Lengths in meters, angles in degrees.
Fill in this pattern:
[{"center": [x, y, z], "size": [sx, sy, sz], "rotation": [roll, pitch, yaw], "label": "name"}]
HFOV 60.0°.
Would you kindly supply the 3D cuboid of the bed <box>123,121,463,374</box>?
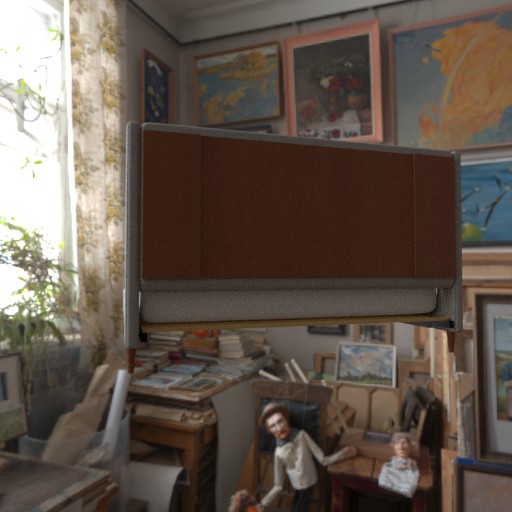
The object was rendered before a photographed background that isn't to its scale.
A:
[{"center": [0.000, 0.000, 3.612], "size": [2.062, 1.289, 2.342], "rotation": [1, -2, -17], "label": "bed"}]
